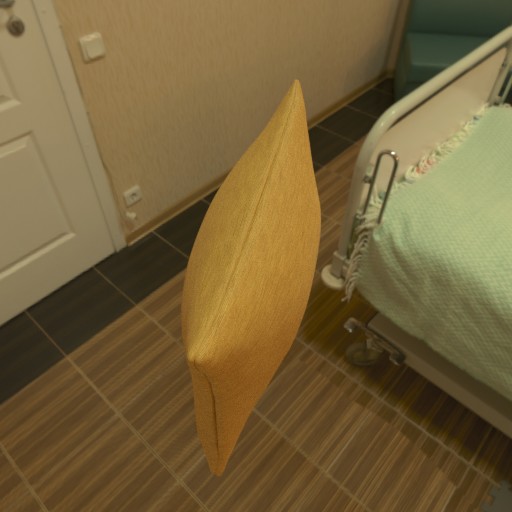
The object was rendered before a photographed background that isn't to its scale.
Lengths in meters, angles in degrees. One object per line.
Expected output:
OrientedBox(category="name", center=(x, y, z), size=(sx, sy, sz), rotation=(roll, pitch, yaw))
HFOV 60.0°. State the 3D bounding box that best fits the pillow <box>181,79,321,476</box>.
OrientedBox(category="pillow", center=(0.000, 0.000, 0.780), size=(0.210, 0.354, 0.634), rotation=(10, 48, 9))
